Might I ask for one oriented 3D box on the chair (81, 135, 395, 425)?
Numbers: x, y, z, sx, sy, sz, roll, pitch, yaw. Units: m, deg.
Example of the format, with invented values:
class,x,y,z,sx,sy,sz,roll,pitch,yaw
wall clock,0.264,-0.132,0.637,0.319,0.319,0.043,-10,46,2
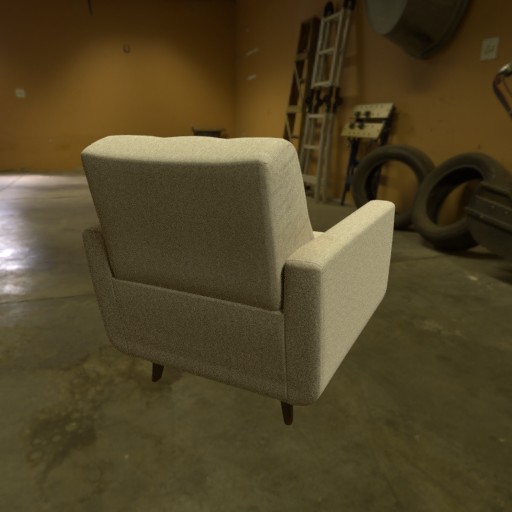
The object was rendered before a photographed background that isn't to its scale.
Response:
class,x,y,z,sx,sy,sz,roll,pitch,yaw
chair,0.000,0.000,1.807,0.897,0.965,1.128,8,19,26
